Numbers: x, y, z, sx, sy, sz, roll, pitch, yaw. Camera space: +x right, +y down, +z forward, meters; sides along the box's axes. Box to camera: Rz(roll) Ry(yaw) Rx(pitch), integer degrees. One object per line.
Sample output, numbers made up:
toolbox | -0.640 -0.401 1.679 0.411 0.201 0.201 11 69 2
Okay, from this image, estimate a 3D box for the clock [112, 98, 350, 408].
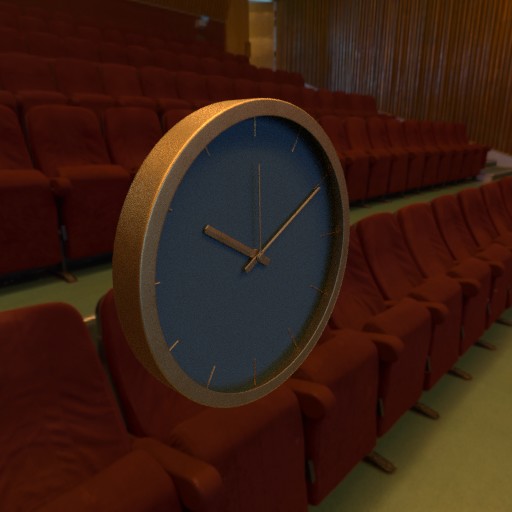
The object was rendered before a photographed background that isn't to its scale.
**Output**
clock | 0.000 0.000 0.469 0.040 0.314 0.314 13 20 40
